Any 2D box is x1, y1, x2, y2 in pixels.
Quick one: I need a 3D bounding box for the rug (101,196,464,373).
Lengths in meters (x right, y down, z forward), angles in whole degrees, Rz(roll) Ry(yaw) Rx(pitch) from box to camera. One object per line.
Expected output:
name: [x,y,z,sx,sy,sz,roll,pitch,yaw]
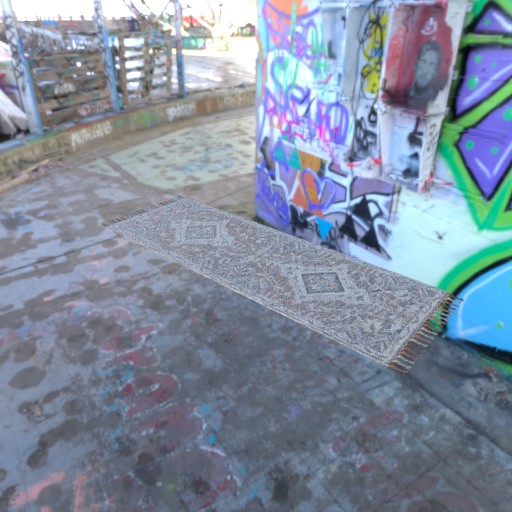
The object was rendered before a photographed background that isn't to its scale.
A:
rug: [0.000,0.000,2.746,1.324,0.018,2.378,-18,34,-29]
